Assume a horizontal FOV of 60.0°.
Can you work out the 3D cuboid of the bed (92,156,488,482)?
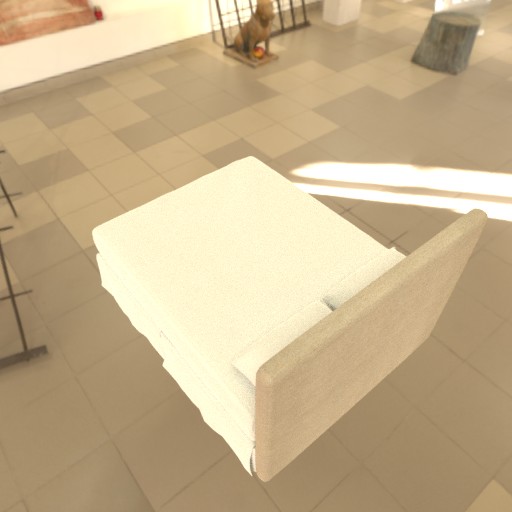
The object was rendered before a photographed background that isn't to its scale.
[{"bbox_3d":[0.000,0.000,3.155,1.713,1.330,2.162,-31,54,-26],"label":"bed"}]
